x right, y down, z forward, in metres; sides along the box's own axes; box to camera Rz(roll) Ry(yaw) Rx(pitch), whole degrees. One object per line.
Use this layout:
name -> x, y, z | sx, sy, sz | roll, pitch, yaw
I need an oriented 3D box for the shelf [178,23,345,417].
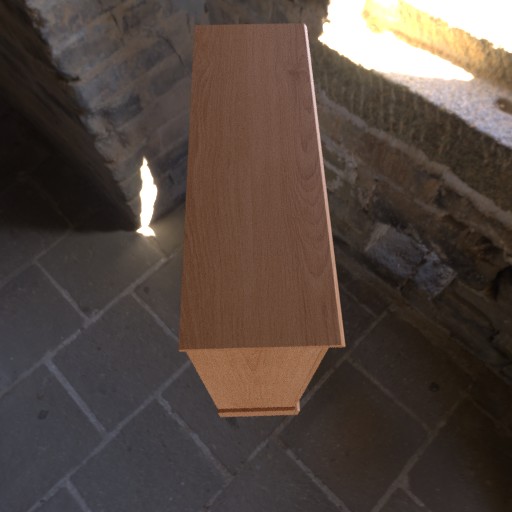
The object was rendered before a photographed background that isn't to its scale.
shelf -> 0.000, 0.000, 1.388 | 0.291, 0.980, 0.840 | -1, 63, -1
